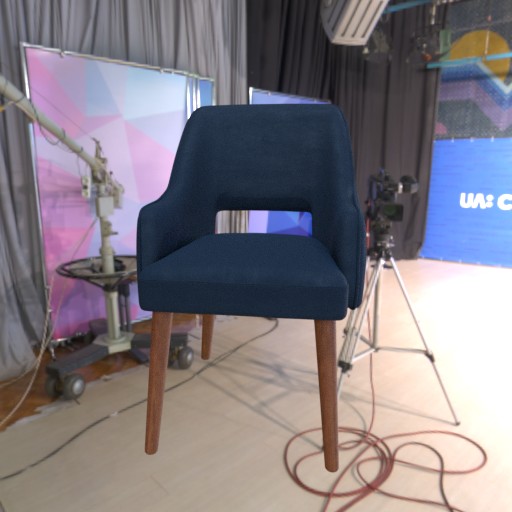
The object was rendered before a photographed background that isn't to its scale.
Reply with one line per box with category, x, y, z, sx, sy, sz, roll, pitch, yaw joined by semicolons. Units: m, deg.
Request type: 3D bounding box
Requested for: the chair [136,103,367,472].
chair;0.000;0.000;1.206;0.559;0.844;0.591;2;13;8
